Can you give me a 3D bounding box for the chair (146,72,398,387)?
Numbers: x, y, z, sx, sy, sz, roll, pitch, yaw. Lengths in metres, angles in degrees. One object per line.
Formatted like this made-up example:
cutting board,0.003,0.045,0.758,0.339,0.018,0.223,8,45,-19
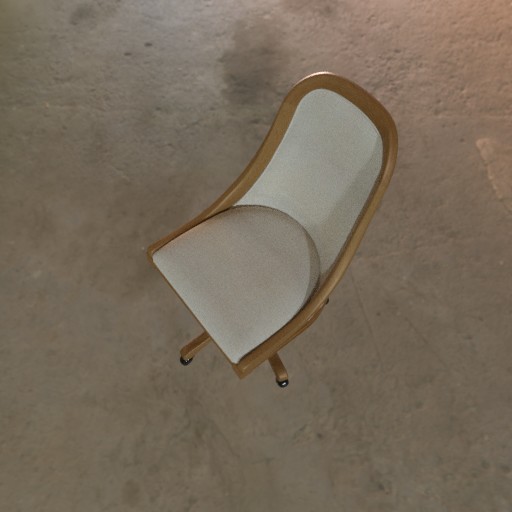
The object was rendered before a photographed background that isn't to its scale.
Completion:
chair,0.000,0.000,1.552,0.811,1.009,0.702,-36,68,-17
